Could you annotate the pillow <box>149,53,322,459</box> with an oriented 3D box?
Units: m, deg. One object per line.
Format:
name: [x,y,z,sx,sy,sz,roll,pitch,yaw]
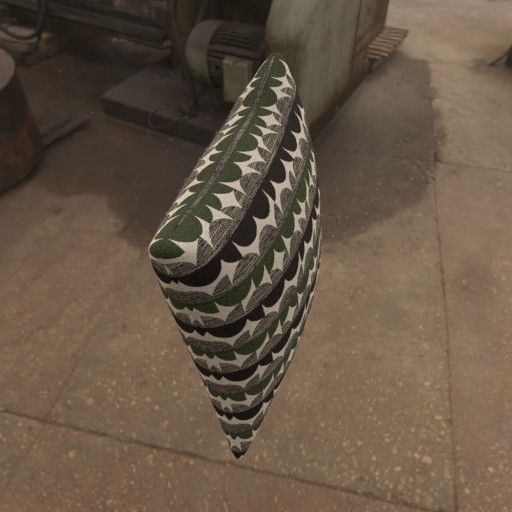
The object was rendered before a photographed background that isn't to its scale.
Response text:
pillow: [0.000,0.000,0.628,0.180,0.404,0.419,11,47,10]
